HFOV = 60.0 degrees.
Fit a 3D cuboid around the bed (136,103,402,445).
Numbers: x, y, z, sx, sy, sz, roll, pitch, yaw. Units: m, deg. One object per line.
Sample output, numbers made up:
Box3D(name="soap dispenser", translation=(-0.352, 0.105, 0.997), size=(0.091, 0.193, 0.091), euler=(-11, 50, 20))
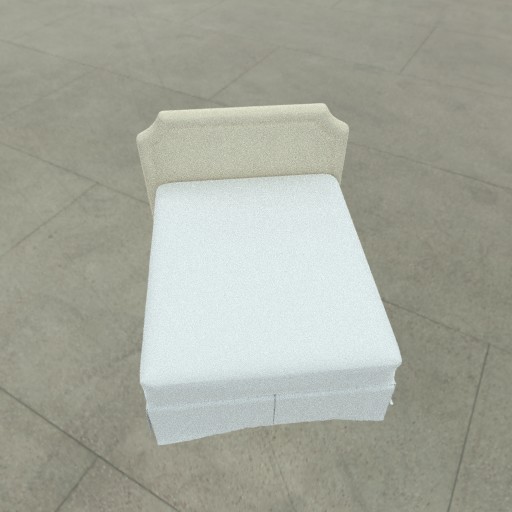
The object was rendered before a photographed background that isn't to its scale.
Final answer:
Box3D(name="bed", translation=(0.000, 0.000, 3.364), size=(1.827, 1.296, 2.209), euler=(-4, 47, -4))
